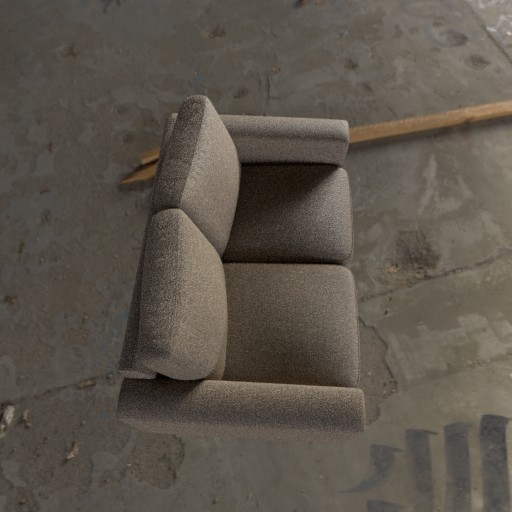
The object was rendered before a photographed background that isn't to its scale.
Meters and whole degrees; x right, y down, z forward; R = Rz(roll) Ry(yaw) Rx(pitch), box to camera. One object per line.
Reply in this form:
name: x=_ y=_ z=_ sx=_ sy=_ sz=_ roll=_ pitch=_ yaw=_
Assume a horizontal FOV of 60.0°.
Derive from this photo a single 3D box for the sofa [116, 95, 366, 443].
sofa: x=0.000 y=0.000 z=2.189 sx=1.016 sy=0.873 sz=1.616 roll=3 pitch=63 yaw=1
